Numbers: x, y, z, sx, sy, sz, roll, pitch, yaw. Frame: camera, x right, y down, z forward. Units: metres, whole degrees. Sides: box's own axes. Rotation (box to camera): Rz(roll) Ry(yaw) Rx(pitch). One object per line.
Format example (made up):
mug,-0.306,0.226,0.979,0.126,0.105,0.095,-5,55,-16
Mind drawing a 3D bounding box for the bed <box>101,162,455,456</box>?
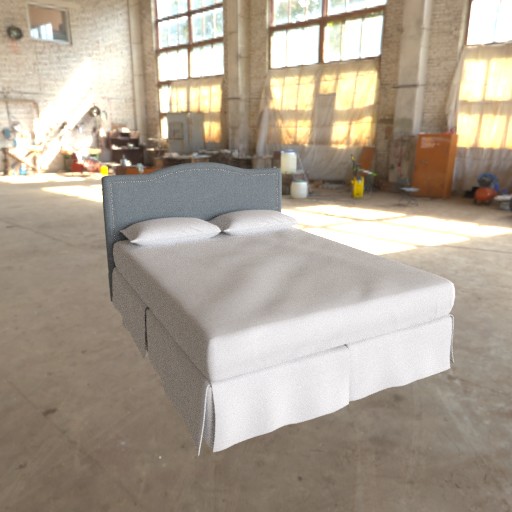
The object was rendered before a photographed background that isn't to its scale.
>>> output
bed,0.000,0.000,3.901,2.161,1.457,2.689,-9,18,-27
